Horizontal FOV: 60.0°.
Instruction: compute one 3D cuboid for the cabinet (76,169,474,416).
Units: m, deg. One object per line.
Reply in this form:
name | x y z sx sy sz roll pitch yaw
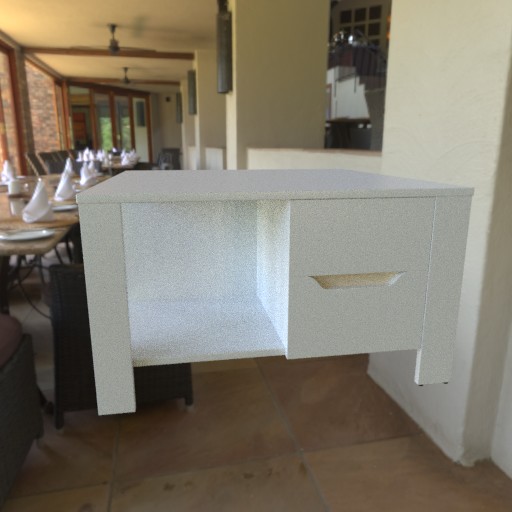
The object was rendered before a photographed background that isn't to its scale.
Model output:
cabinet | 0.000 0.000 1.307 0.800 0.460 0.800 -2 14 -9
